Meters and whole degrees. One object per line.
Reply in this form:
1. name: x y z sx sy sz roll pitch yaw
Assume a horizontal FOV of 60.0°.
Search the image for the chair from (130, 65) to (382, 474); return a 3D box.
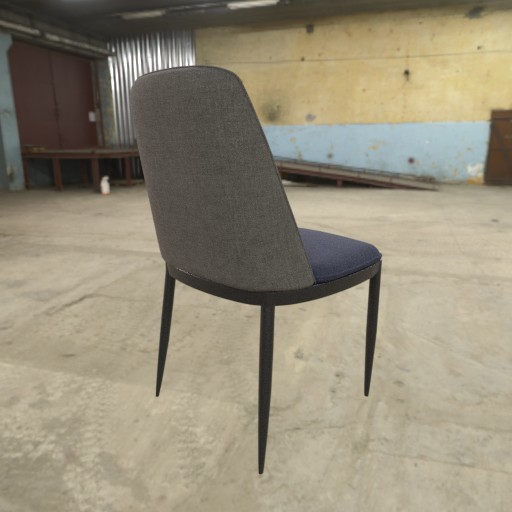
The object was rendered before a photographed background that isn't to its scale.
1. chair: 0.000 0.000 1.156 0.550 0.855 0.488 -14 20 -42
